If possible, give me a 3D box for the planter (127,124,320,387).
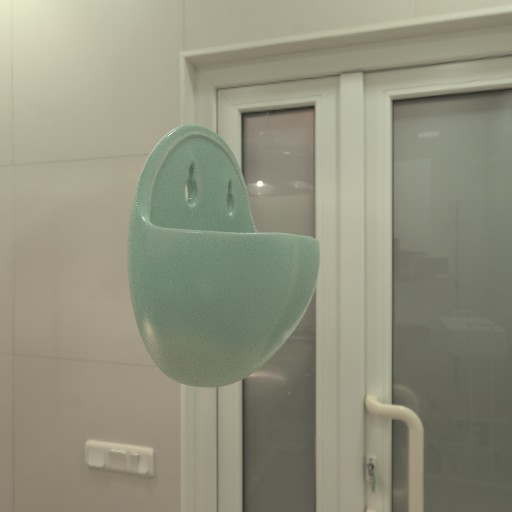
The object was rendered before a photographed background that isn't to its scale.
[{"bbox_3d":[0.000,0.000,0.281,0.073,0.164,0.189,0,0,17],"label":"planter"}]
